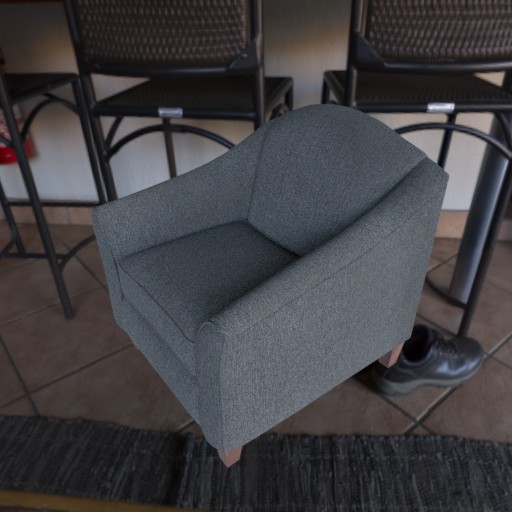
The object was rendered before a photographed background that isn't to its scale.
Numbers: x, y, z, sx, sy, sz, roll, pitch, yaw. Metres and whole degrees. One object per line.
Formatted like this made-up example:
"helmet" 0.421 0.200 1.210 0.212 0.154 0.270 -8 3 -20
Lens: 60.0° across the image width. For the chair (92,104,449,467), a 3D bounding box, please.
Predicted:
"chair" 0.000 0.000 1.421 0.787 0.839 0.763 -22 37 -31
